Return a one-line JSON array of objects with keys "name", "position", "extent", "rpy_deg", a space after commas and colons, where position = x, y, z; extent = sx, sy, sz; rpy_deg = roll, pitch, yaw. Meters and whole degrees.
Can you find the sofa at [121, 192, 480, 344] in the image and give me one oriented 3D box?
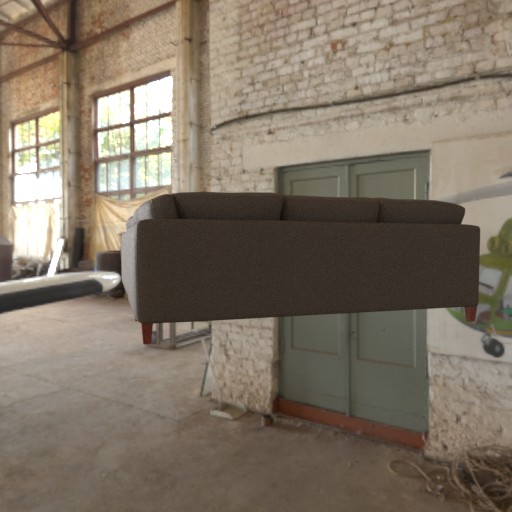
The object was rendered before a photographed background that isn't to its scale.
[{"name": "sofa", "position": [0.000, 0.000, 4.529], "extent": [2.593, 0.947, 3.302], "rpy_deg": [0, 2, -18]}]
